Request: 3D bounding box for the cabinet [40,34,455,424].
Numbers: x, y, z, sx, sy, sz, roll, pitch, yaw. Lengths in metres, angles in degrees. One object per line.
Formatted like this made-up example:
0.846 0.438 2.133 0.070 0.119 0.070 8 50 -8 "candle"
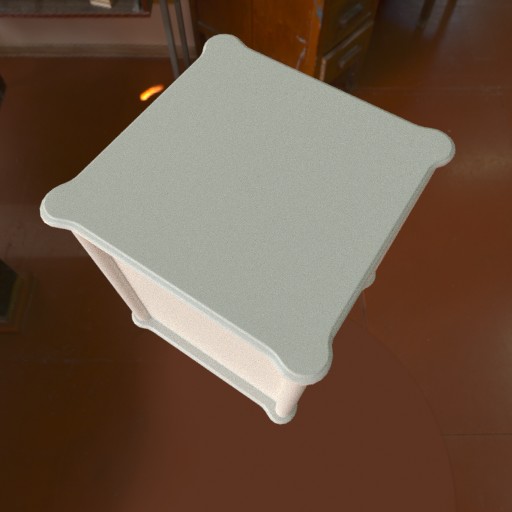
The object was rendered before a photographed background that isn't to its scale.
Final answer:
0.000 0.000 1.221 0.627 0.761 0.628 31 68 14 "cabinet"
